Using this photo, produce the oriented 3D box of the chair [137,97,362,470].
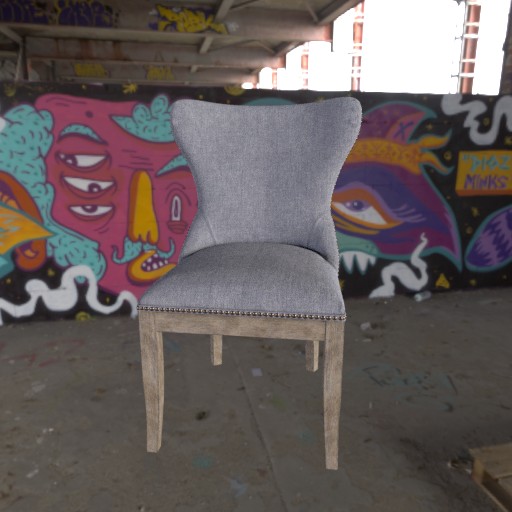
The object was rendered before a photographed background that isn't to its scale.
[{"bbox_3d":[0.000,0.000,1.427,0.654,1.002,0.681,2,14,8],"label":"chair"}]
